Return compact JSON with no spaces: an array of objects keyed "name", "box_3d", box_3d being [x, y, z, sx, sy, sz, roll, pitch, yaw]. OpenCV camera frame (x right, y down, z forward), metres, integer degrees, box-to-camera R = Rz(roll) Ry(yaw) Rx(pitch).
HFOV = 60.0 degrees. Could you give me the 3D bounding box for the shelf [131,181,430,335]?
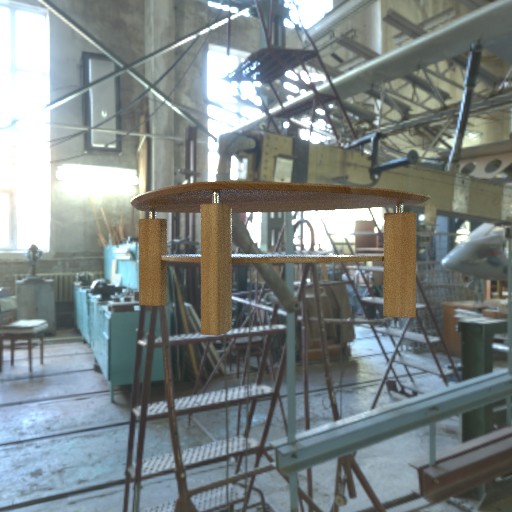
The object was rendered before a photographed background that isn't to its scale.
[{"name":"shelf","box_3d":[0.000,0.000,1.670,1.240,0.439,0.863,0,1,18]}]
